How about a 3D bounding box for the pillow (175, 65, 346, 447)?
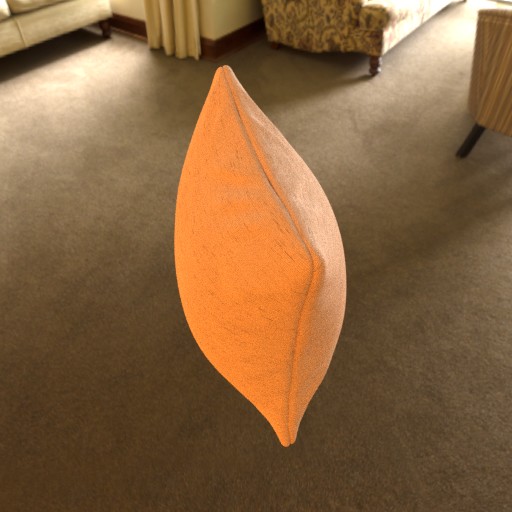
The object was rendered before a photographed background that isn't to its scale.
[{"bbox_3d":[0.000,0.000,0.676,0.246,0.415,0.432,-10,47,-10],"label":"pillow"}]
